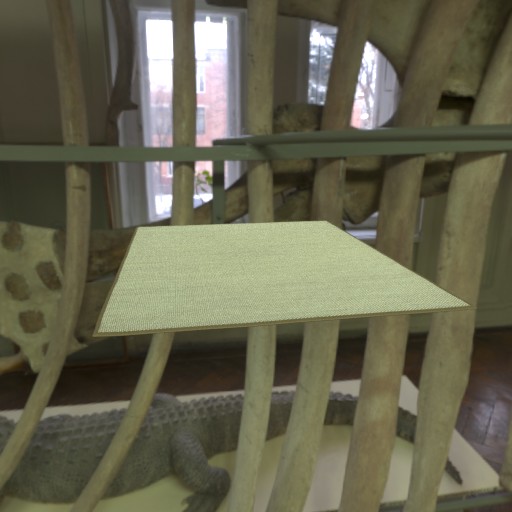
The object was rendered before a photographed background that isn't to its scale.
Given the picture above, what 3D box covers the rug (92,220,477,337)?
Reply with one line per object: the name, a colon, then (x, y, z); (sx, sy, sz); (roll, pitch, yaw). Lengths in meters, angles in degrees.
rug: (0.000, 0.000, 4.113); (2.413, 0.020, 3.041); (-3, 16, -10)
